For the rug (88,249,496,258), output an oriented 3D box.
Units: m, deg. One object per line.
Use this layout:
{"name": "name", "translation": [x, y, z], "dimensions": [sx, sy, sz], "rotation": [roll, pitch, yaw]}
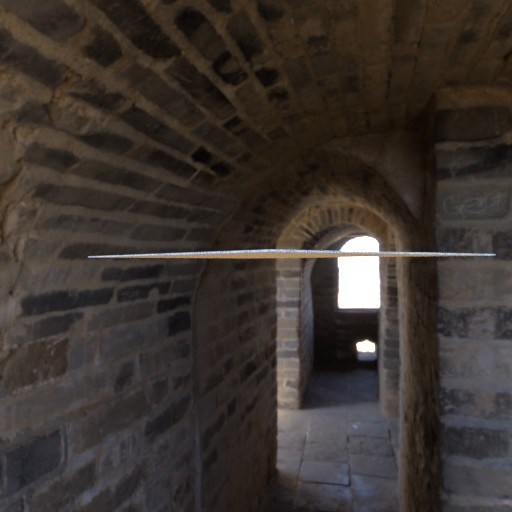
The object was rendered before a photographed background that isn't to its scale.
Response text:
{"name": "rug", "translation": [0.000, 0.000, 2.183], "dimensions": [1.142, 0.006, 1.752], "rotation": [1, -1, -35]}
